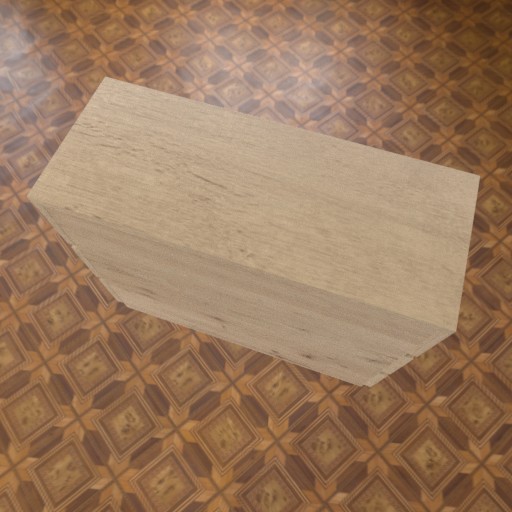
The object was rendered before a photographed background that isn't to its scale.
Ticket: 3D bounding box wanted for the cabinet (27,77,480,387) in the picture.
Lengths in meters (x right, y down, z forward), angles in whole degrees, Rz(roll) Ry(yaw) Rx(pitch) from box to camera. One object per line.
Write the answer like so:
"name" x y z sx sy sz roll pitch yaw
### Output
"cabinet" 0.000 0.000 1.465 1.040 0.820 0.420 17 66 8
